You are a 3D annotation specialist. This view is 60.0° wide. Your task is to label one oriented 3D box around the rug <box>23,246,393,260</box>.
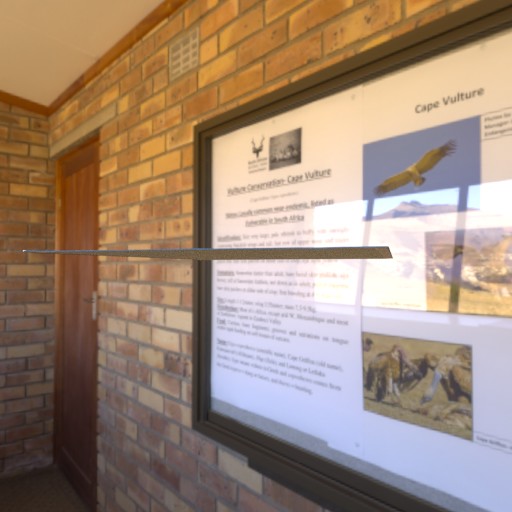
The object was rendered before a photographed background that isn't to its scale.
[{"bbox_3d":[0.000,0.000,3.875,2.277,0.020,2.867,0,-2,17],"label":"rug"}]
